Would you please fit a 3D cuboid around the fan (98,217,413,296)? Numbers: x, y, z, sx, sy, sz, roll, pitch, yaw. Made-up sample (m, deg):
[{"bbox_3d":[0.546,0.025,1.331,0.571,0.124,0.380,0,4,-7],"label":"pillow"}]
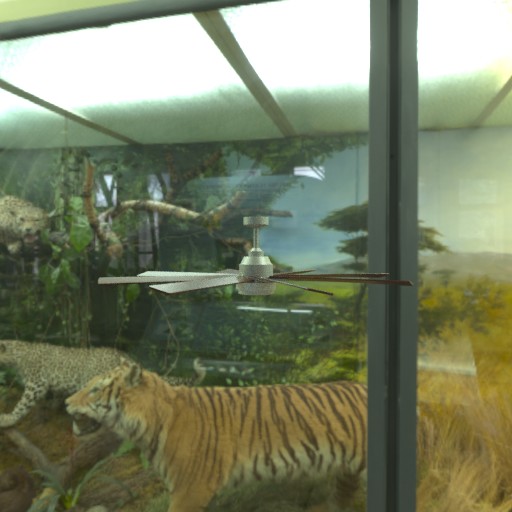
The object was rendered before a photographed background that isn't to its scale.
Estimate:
[{"bbox_3d":[0.000,0.000,2.727,1.830,0.472,1.830,0,1,-17],"label":"fan"}]
